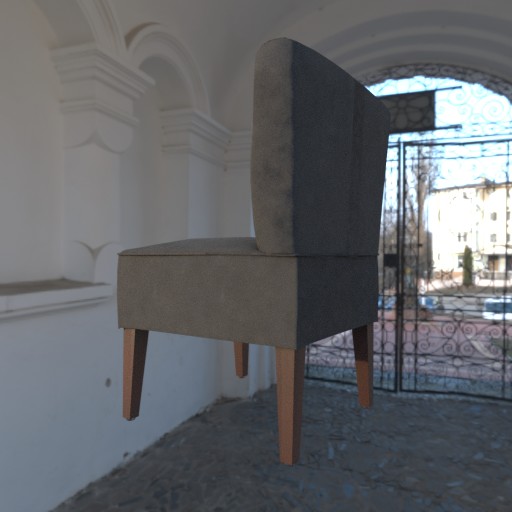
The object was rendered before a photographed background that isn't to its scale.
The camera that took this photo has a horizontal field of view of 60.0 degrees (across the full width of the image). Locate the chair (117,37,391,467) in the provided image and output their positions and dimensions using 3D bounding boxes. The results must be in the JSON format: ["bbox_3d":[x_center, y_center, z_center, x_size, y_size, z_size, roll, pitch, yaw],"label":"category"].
[{"bbox_3d":[0.000,0.000,1.142,0.554,0.806,0.521,0,0,36],"label":"chair"}]
